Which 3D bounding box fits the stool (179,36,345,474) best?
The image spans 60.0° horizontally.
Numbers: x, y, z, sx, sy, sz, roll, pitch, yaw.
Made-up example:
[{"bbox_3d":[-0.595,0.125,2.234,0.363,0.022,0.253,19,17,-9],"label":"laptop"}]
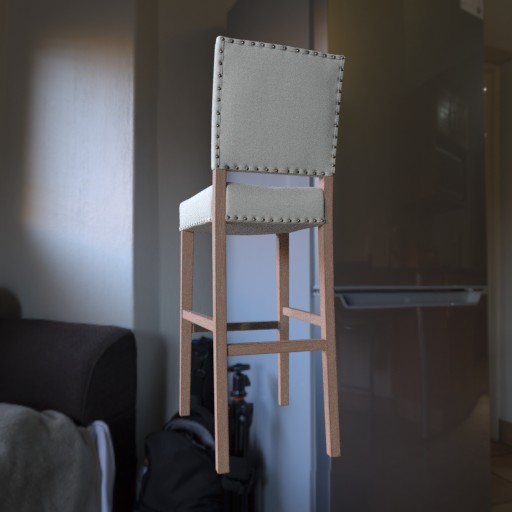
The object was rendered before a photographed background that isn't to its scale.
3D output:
[{"bbox_3d":[0.000,0.000,1.439,0.428,1.143,0.546,0,-1,-18],"label":"stool"}]
